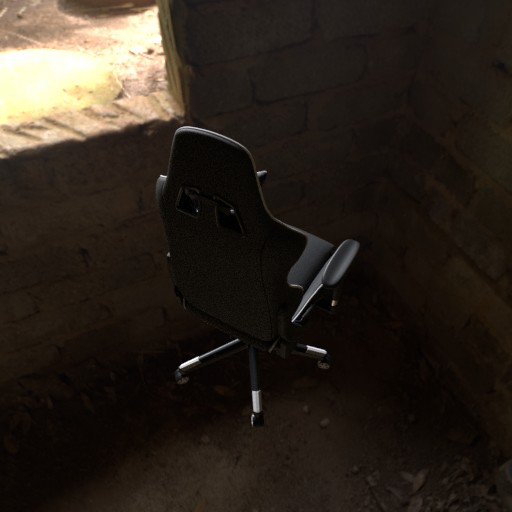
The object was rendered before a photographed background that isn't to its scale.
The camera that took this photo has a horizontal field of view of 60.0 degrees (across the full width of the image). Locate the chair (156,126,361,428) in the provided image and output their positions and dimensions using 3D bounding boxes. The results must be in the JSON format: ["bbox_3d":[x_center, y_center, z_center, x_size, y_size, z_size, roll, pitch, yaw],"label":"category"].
[{"bbox_3d":[0.000,0.000,1.650,0.700,1.240,0.700,23,51,21],"label":"chair"}]
